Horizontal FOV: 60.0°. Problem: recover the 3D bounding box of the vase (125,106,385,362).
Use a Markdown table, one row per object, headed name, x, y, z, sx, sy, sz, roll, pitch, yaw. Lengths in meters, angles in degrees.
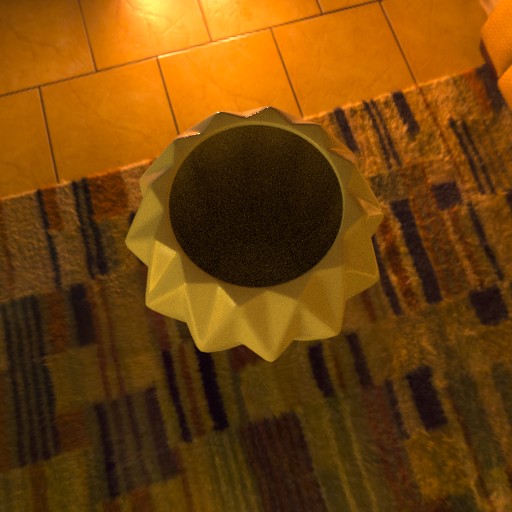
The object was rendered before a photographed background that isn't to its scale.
| name | x | y | z | sx | sy | sz | roll | pitch | yaw |
| --- | --- | --- | --- | --- | --- | --- | --- | --- | --- |
| vase | 0.000 | 0.000 | 0.409 | 0.195 | 0.275 | 0.195 | 0 | 75 | 0 |
